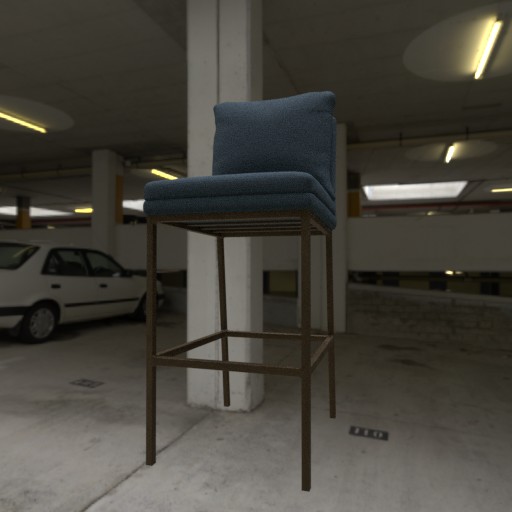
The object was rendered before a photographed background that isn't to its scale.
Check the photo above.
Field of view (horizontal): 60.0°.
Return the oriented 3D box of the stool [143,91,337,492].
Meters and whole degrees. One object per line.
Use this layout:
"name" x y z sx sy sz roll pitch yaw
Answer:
"stool" 0.000 0.000 1.380 0.463 1.124 0.568 0 -1 18
